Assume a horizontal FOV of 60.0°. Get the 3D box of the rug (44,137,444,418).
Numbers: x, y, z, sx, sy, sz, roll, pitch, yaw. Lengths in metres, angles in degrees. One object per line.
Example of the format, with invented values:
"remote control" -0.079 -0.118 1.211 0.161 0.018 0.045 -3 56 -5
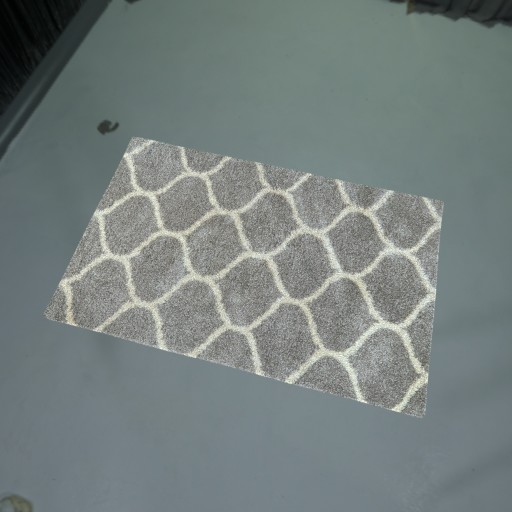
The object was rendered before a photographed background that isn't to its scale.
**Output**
"rug" 0.000 0.000 2.944 2.348 0.025 1.501 13 64 7
